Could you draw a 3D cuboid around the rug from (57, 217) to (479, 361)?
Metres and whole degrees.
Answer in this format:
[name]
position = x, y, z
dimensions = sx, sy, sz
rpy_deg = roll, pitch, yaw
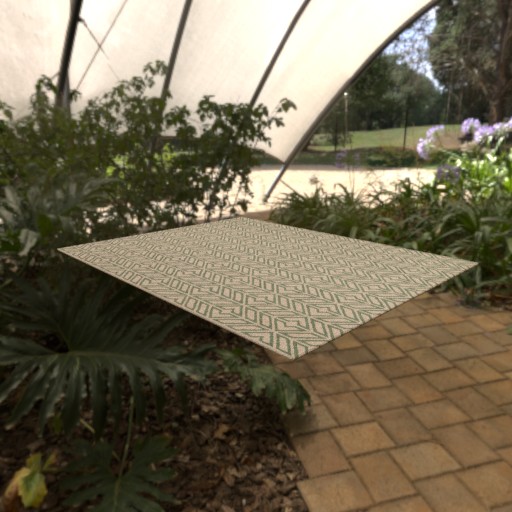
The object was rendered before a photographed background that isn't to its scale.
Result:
[rug]
position = 0.000, 0.000, 4.074
dimensions = 2.441, 0.017, 3.050
rpy_deg = -15, 21, -42
